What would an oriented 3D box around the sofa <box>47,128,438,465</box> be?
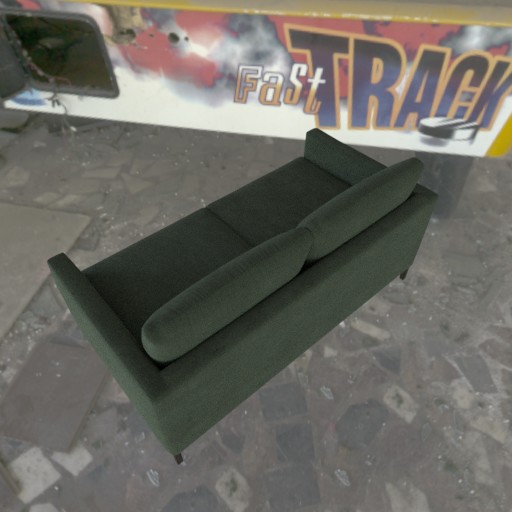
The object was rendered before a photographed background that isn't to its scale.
[{"bbox_3d":[0.000,0.000,2.183,1.676,0.817,0.875,-32,54,-27],"label":"sofa"}]
